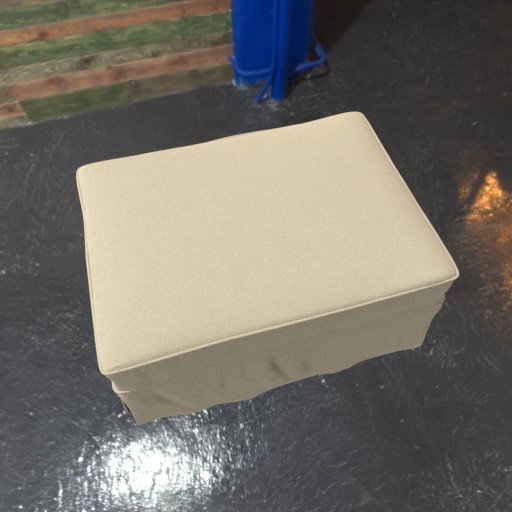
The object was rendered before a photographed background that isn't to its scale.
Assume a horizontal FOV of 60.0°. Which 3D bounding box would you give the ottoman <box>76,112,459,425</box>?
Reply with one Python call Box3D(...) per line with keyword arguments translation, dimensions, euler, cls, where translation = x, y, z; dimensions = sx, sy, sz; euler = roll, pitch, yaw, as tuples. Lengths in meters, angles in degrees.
Box3D(translation=(0.000, 0.000, 1.356), dimensions=(0.959, 0.482, 0.721), euler=(-14, 59, -8), cls="ottoman")
